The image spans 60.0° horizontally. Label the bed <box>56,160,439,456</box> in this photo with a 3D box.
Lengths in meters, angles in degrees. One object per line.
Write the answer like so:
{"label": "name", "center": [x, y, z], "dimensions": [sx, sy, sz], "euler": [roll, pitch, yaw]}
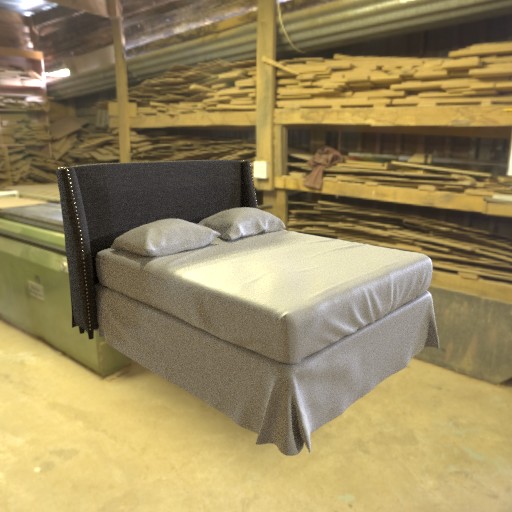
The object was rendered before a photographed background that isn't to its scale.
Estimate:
{"label": "bed", "center": [0.000, 0.000, 3.311], "dimensions": [2.276, 1.332, 1.925], "euler": [13, 19, 42]}
